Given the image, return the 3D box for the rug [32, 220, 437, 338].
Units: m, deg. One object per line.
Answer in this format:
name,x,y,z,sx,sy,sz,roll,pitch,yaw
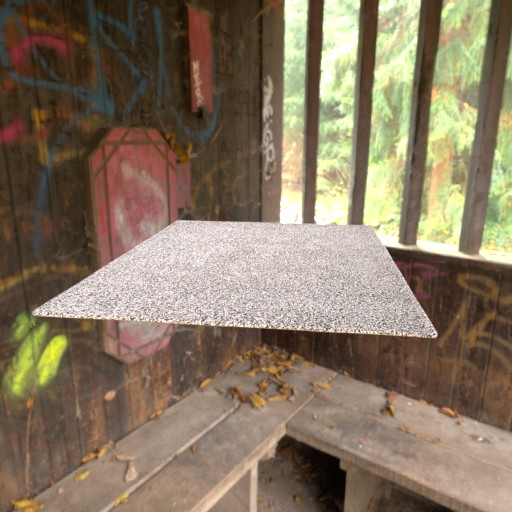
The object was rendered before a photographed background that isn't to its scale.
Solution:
rug,0.000,0.000,4.056,2.438,0.029,3.047,2,16,7
